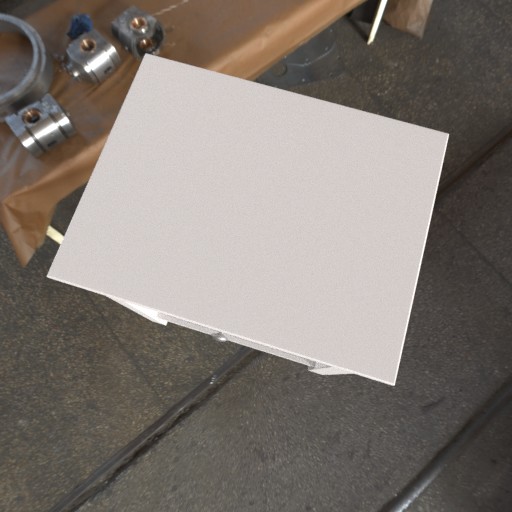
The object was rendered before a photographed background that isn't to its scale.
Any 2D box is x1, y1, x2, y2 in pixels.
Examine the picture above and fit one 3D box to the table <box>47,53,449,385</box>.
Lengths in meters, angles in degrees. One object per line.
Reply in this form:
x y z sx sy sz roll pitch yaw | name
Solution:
0.000 0.000 1.043 0.564 0.646 0.451 17 75 4 | table
